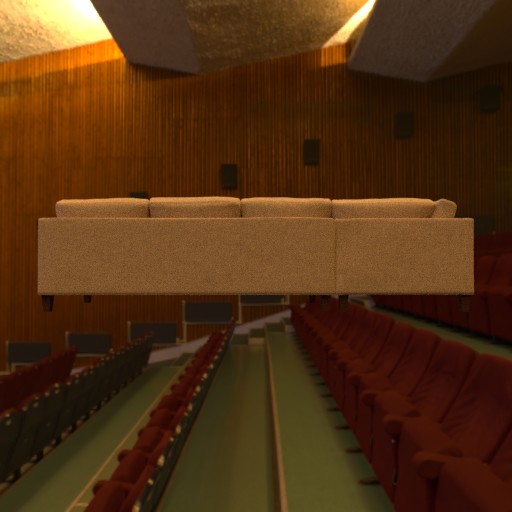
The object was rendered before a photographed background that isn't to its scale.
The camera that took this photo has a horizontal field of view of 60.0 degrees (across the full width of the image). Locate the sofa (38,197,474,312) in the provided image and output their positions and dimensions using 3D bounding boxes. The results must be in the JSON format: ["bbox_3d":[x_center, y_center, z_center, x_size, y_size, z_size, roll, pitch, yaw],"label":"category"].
[{"bbox_3d":[0.000,0.000,4.407,3.182,0.863,2.432,0,-1,0],"label":"sofa"}]
